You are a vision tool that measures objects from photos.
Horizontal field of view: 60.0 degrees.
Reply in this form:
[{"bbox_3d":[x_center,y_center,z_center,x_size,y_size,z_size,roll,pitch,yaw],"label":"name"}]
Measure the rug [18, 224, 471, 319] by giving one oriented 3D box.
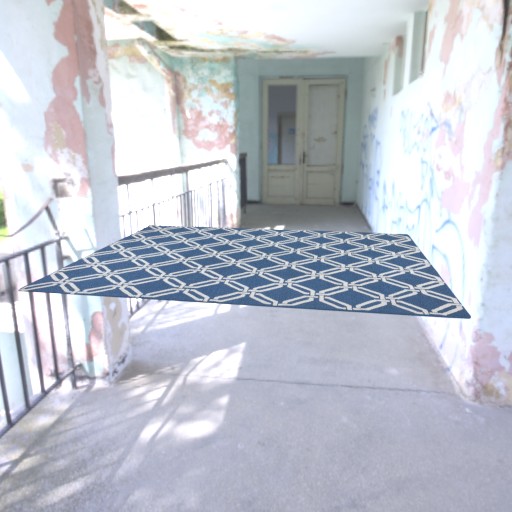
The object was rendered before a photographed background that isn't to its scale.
[{"bbox_3d":[0.000,0.000,3.808,2.867,0.020,2.277,2,15,9],"label":"rug"}]
